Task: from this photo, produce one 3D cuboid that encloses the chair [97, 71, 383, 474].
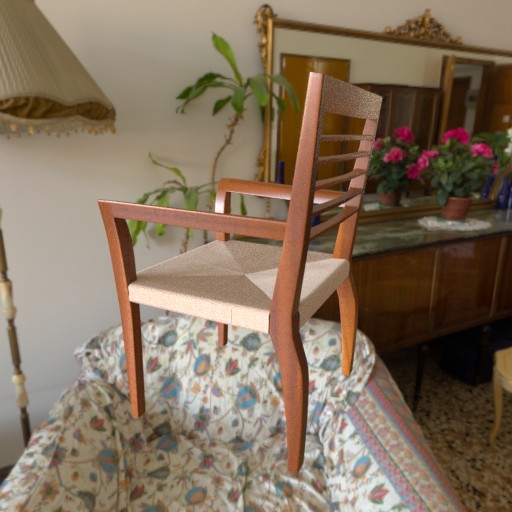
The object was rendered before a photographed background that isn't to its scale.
[{"bbox_3d":[0.000,0.000,1.218,0.540,0.855,0.587,7,17,25],"label":"chair"}]
